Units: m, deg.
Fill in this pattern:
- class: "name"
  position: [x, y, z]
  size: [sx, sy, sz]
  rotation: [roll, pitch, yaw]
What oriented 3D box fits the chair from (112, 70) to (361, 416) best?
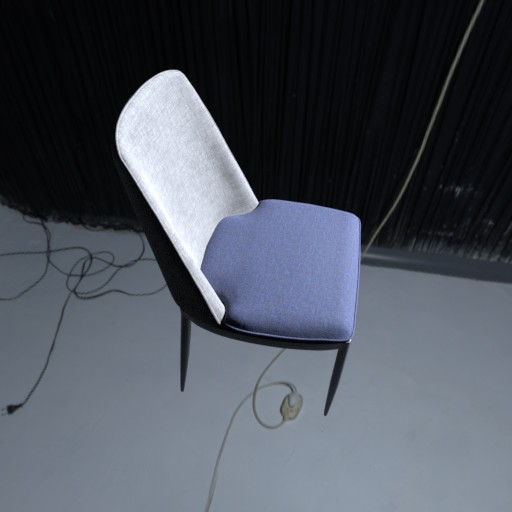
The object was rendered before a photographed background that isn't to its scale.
- class: "chair"
  position: [0.000, 0.000, 1.189]
  size: [0.550, 0.855, 0.488]
  rotation: [8, 47, 8]
